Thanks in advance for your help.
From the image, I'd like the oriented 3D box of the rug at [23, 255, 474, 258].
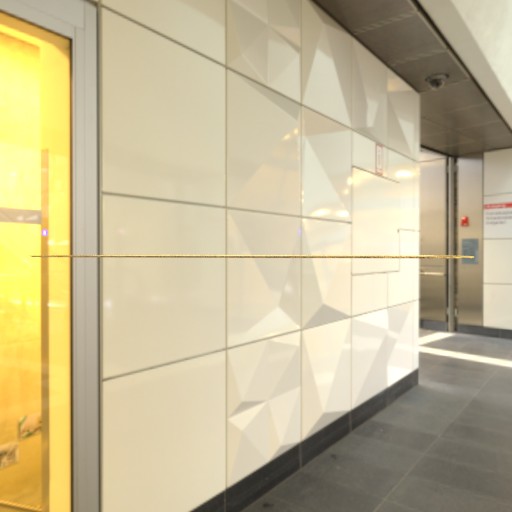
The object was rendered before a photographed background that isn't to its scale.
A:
[{"bbox_3d":[0.000,0.000,4.168,3.422,0.015,2.143,0,0,18],"label":"rug"}]
